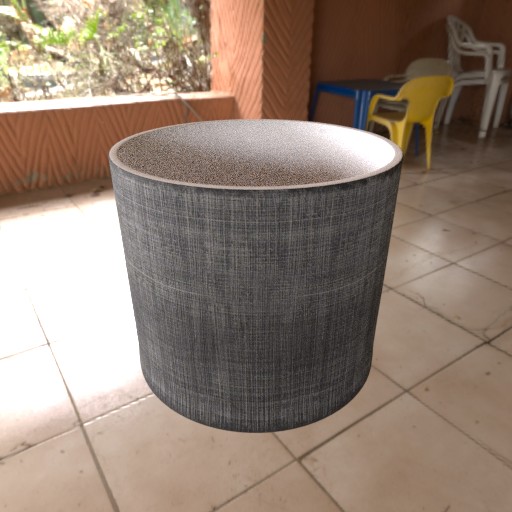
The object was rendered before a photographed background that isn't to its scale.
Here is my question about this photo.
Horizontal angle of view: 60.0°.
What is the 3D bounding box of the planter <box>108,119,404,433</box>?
[{"bbox_3d":[0.000,0.000,0.314,0.178,0.157,0.178,0,27,0],"label":"planter"}]
